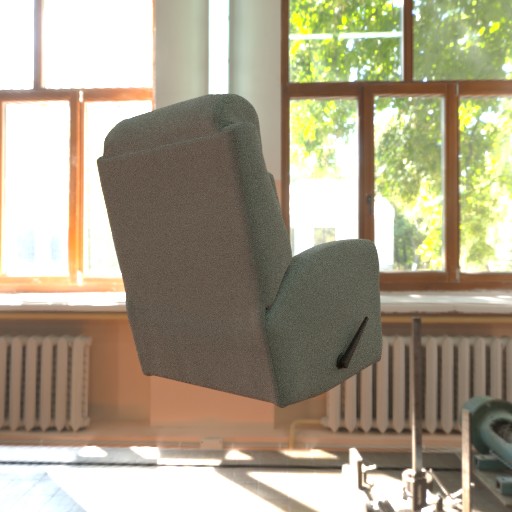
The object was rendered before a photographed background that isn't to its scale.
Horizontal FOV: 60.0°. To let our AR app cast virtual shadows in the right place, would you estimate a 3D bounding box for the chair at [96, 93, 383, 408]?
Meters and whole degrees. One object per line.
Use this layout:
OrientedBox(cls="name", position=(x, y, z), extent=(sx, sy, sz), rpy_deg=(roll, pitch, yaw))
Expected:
OrientedBox(cls="chair", position=(0.000, 0.000, 1.804), extent=(0.798, 1.013, 1.043), rpy_deg=(-1, -1, 37))
